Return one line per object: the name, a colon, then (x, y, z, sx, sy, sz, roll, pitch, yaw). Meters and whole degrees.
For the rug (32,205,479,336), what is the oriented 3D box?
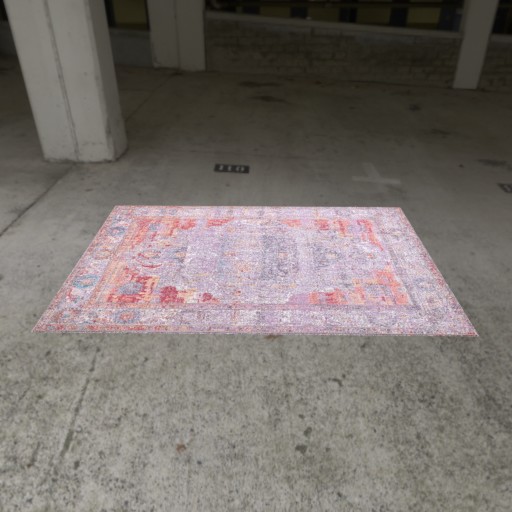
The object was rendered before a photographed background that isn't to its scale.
rug: (0.000, 0.000, 2.329, 1.829, 0.005, 1.219, 0, 31, 1)
